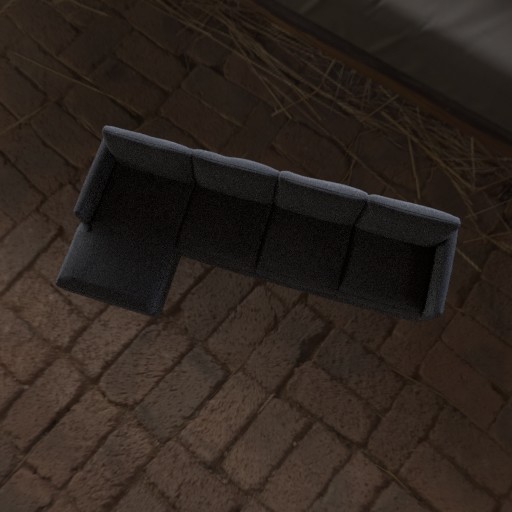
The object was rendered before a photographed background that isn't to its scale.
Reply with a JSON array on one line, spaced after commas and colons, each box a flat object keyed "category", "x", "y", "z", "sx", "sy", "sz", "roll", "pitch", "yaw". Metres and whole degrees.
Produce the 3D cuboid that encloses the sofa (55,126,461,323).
[{"category": "sofa", "x": 0.000, "y": 0.000, "z": 3.520, "sx": 2.932, "sy": 0.810, "sz": 1.350, "roll": 15, "pitch": 76, "yaw": 4}]
